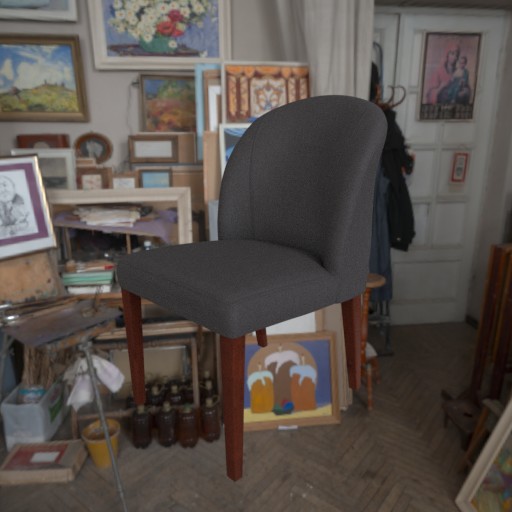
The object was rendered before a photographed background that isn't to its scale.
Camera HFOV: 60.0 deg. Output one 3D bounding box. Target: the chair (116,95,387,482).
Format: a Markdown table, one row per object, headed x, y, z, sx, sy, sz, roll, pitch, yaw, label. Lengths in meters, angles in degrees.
| x | y | z | sx | sy | sz | roll | pitch | yaw | label |
| --- | --- | --- | --- | --- | --- | --- | --- | --- | --- |
| 0.000 | 0.000 | 1.239 | 0.619 | 0.879 | 0.506 | -15 | 22 | -43 | chair |
